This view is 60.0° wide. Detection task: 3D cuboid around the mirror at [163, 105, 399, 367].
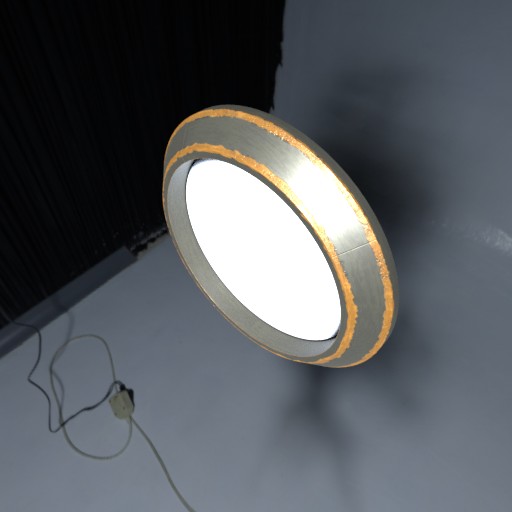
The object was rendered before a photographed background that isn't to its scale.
[{"bbox_3d":[0.000,0.000,1.377,0.907,0.907,0.111,33,54,28],"label":"mirror"}]
